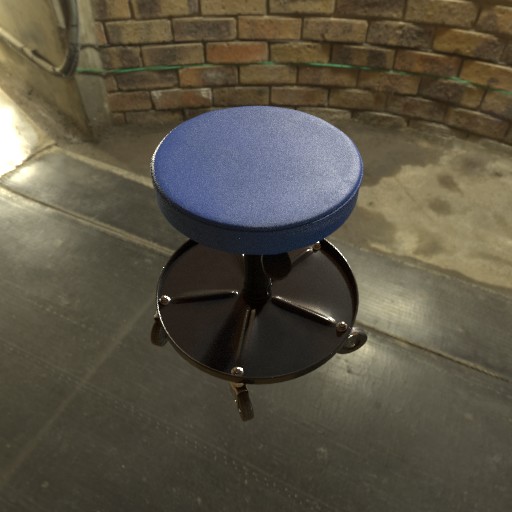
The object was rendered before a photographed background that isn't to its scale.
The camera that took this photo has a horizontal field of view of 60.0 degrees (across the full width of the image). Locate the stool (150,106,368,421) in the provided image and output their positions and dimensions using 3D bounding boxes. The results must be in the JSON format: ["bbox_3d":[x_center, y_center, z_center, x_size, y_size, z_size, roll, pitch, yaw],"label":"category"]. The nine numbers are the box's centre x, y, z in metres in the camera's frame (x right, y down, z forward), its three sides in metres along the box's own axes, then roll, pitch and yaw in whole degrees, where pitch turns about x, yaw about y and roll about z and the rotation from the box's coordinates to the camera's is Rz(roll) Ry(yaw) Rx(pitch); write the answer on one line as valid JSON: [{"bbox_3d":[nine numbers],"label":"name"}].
[{"bbox_3d":[0.000,0.000,0.697,0.381,0.365,0.382,-9,48,-8],"label":"stool"}]
